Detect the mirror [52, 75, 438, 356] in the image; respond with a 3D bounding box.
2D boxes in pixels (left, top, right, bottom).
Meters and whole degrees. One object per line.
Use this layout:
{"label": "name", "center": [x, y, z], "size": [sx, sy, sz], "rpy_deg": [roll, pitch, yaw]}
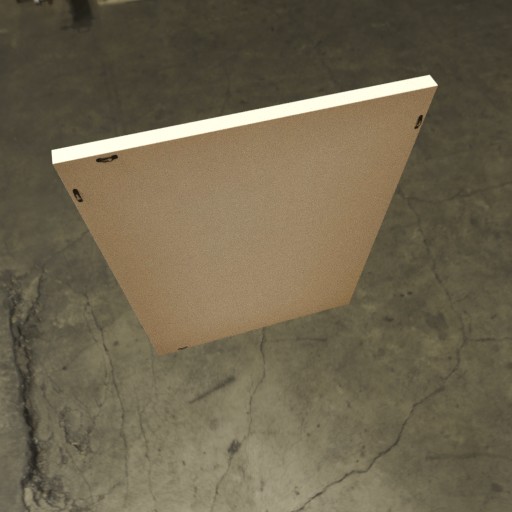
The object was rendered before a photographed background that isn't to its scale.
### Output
{"label": "mirror", "center": [0.000, 0.000, 1.283], "size": [0.762, 1.016, 0.040], "rpy_deg": [-14, 59, -9]}
